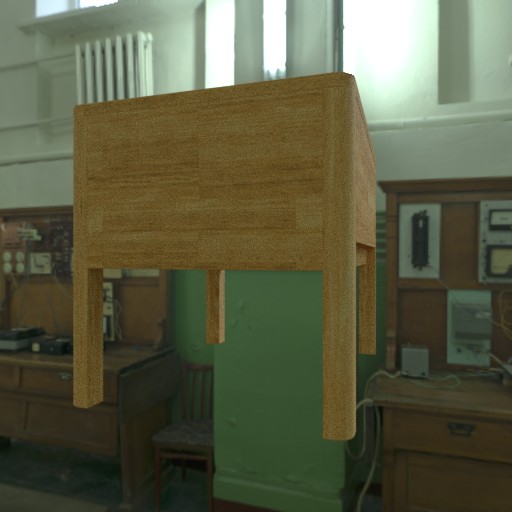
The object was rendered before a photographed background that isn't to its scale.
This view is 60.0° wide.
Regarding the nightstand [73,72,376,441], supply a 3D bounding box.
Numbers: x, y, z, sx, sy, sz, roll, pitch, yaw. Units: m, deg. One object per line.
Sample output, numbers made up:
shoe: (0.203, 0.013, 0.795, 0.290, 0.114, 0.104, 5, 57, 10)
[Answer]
nightstand: (0.000, 0.000, 0.893, 0.440, 0.470, 0.560, 0, 0, 18)
